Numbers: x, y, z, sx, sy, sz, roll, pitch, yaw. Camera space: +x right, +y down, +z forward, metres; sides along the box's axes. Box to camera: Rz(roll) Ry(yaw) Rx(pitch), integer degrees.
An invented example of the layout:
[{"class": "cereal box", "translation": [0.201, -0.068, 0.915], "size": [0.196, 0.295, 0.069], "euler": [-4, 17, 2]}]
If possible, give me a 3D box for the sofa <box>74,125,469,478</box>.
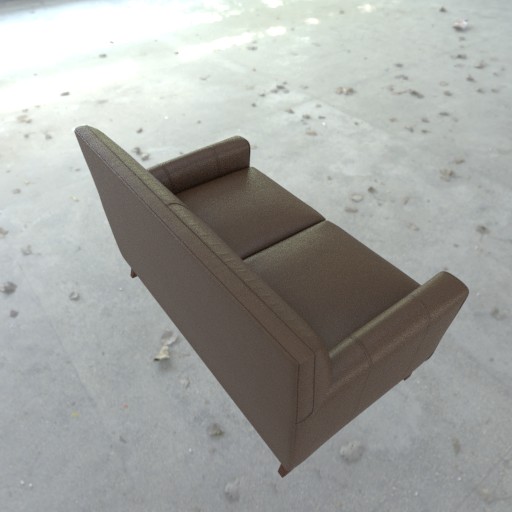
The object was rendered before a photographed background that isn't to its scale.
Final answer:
[{"class": "sofa", "translation": [0.000, 0.000, 1.912], "size": [0.853, 0.859, 1.468], "euler": [-26, 48, -26]}]
